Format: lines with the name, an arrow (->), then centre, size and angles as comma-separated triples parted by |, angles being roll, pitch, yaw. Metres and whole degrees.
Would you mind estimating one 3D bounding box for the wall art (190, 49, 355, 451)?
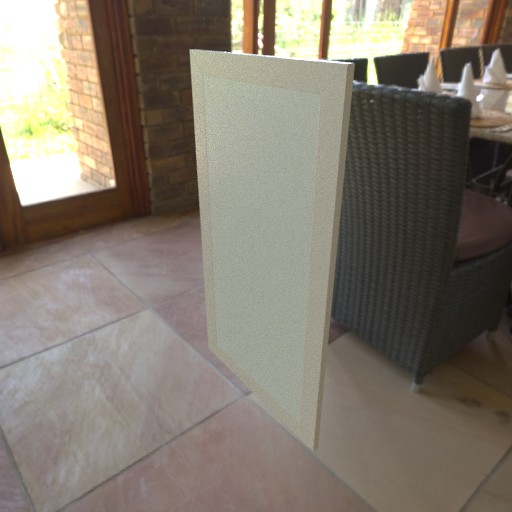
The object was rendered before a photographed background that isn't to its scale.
wall art -> 0.000, 0.000, 0.825 | 0.013, 0.683, 0.380 | -19, 33, -32
